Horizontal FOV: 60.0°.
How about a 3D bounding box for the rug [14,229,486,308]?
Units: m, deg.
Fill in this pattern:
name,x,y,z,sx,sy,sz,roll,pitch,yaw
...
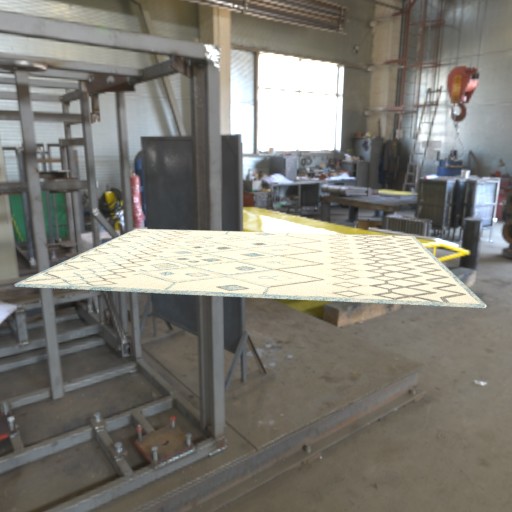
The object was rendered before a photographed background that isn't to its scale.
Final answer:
name,x,y,z,sx,sy,sz,roll,pitch,yaw
rug,0.000,0.000,2.288,1.820,0.009,1.260,2,14,8
